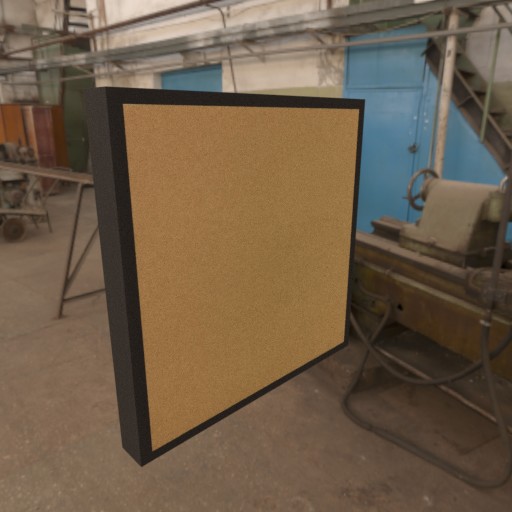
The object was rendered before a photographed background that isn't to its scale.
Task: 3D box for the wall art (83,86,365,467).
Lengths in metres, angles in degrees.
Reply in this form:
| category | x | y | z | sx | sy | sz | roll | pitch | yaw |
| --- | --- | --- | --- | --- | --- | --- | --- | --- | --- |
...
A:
| category | x | y | z | sx | sy | sz | roll | pitch | yaw |
| --- | --- | --- | --- | --- | --- | --- | --- | --- | --- |
| wall art | 0.000 | 0.000 | 0.445 | 0.305 | 0.304 | 0.033 | -16 | 24 | -42 |
